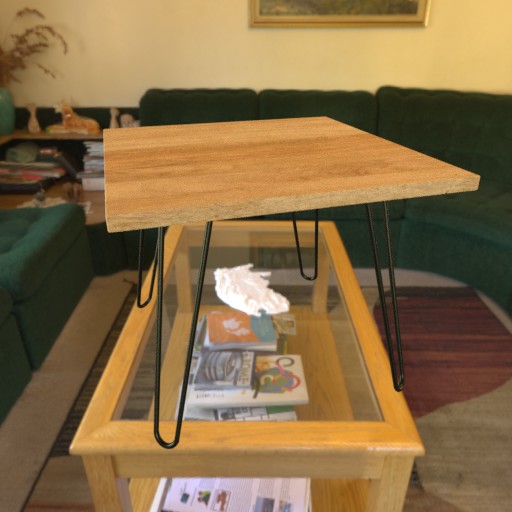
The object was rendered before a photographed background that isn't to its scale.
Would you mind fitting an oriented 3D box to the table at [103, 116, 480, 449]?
[{"bbox_3d":[0.000,0.000,1.026,0.599,0.500,0.599,-8,28,-15],"label":"table"}]
